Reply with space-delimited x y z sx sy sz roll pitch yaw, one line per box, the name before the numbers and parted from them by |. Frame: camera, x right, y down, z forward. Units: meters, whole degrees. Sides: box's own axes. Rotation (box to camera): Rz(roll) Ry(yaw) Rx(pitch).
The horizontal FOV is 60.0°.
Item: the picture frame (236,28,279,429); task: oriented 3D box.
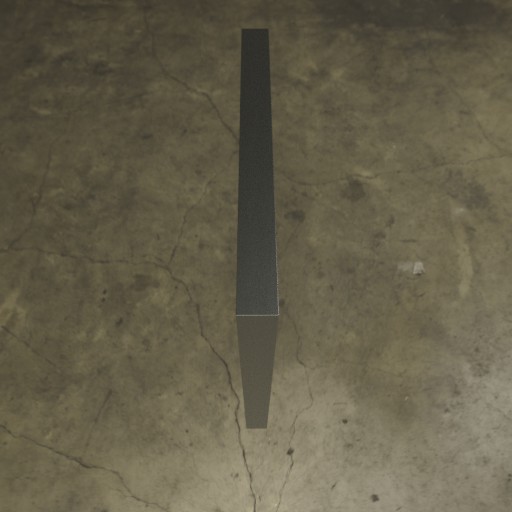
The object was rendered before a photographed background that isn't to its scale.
picture frame | 0.000 0.000 1.380 0.073 0.968 0.839 0 58 0
